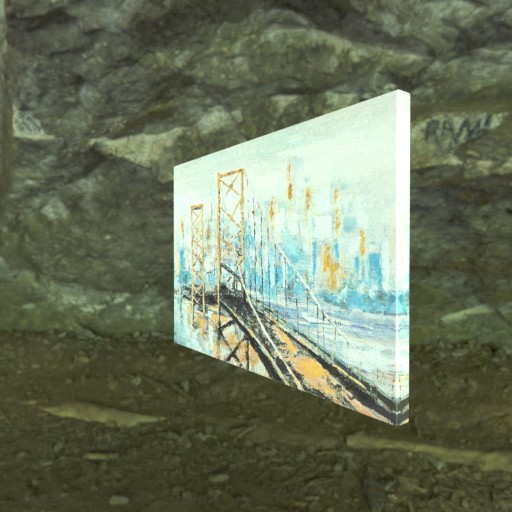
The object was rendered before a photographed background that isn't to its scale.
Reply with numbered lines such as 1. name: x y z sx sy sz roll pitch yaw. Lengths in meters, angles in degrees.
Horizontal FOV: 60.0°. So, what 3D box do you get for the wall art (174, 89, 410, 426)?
1. wall art: 0.000 0.000 1.176 0.038 0.609 0.913 -1 1 -36
